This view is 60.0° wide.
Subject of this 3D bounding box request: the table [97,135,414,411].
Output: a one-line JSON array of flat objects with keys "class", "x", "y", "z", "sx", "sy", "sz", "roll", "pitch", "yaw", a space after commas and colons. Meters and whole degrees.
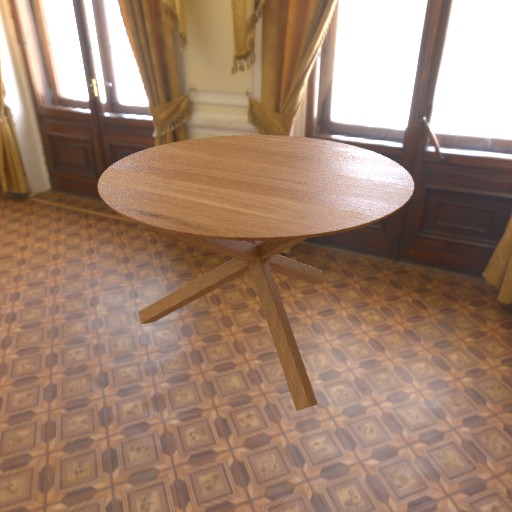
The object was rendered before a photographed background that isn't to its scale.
[{"class": "table", "x": 0.000, "y": 0.000, "z": 1.680, "sx": 1.038, "sy": 0.666, "sz": 1.038, "roll": 0, "pitch": 29, "yaw": 0}]
